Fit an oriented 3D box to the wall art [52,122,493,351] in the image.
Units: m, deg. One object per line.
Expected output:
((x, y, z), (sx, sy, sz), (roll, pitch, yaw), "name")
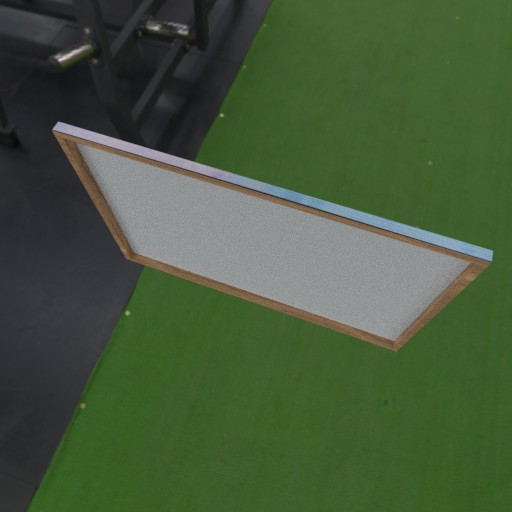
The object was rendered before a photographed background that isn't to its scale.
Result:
((0.000, 0.000, 1.425), (1.137, 0.756, 0.034), (18, 64, 9), "wall art")
